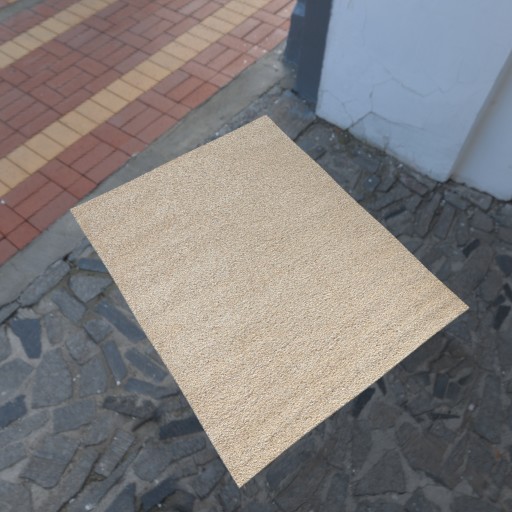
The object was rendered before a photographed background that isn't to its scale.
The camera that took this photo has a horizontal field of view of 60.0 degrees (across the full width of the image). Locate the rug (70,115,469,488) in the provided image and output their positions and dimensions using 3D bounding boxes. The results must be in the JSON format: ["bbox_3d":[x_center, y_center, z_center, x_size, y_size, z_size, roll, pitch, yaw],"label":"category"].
[{"bbox_3d":[0.000,0.000,4.115,2.400,0.026,3.000,-31,63,-18],"label":"rug"}]
